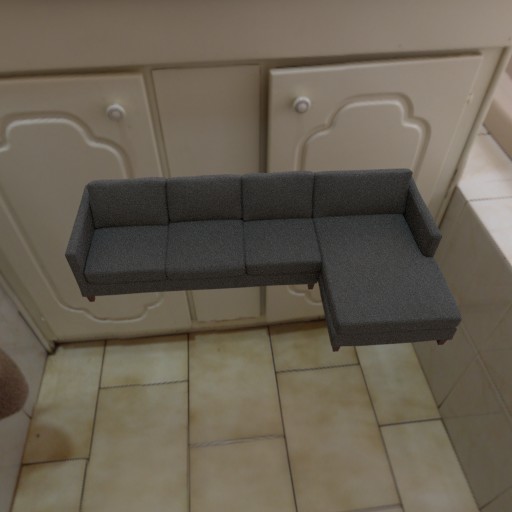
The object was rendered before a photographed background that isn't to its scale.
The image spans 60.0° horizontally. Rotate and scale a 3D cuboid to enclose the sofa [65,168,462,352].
[{"bbox_3d":[0.000,0.000,3.955,3.186,0.846,1.625,-3,47,-3],"label":"sofa"}]
